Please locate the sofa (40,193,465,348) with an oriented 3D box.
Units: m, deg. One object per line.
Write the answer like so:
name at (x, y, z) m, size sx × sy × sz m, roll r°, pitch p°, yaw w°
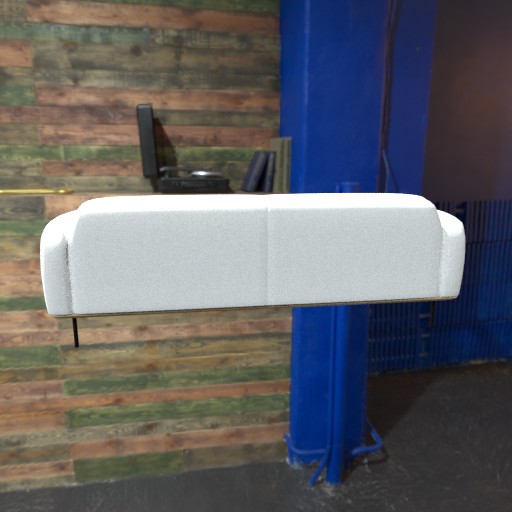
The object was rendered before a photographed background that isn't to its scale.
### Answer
sofa at (0.000, 0.000, 2.669) m, size 2.280 × 0.780 × 0.870 m, roll -2°, pitch 12°, yaw -8°
